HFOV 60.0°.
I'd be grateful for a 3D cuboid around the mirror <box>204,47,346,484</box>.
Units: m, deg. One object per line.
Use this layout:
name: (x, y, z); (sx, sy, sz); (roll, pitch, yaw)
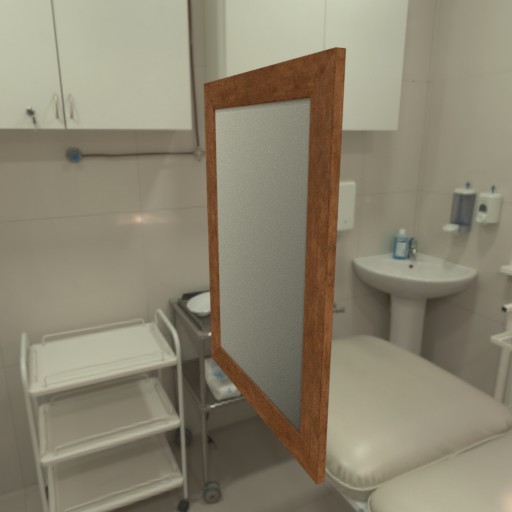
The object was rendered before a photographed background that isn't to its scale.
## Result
mirror: (0.000, 0.000, 1.411); (0.028, 1.099, 0.796); (-8, 17, -25)
